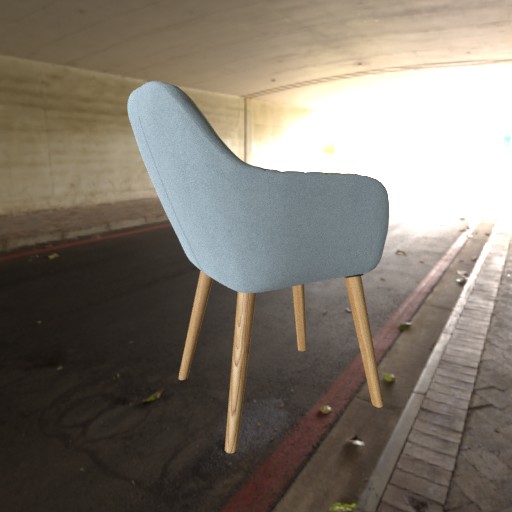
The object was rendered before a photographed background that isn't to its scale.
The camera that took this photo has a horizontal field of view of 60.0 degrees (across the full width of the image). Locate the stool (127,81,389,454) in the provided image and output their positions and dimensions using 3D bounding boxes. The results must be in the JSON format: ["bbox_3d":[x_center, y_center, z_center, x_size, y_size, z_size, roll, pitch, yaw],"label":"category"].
[{"bbox_3d":[0.000,0.000,1.199,0.590,0.830,0.503,-6,15,-26],"label":"stool"}]
